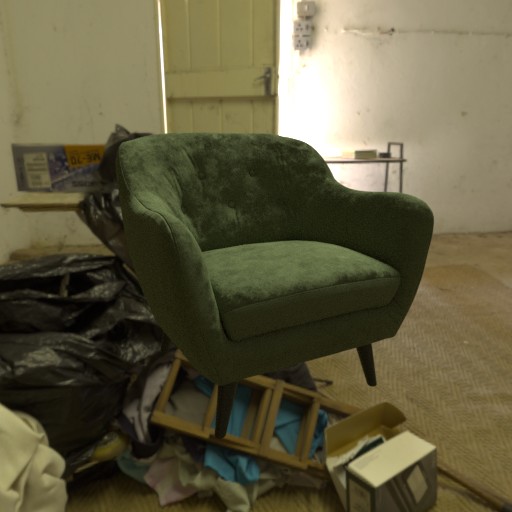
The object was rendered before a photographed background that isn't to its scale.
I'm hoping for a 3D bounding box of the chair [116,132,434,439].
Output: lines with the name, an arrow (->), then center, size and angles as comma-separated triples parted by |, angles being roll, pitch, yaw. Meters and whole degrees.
chair -> 0.000, 0.000, 1.509 | 0.840, 0.804, 0.819 | -8, 18, -26
